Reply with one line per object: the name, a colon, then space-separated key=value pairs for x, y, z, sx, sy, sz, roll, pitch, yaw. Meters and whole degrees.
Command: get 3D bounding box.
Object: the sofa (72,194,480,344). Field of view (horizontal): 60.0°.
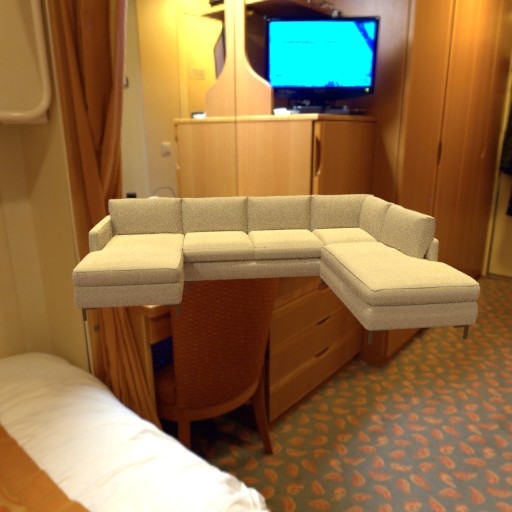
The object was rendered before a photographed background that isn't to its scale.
sofa: x=0.000 y=0.000 z=3.593 sx=2.737 sy=0.756 sz=1.879 roll=-2 pitch=16 yaw=-7
